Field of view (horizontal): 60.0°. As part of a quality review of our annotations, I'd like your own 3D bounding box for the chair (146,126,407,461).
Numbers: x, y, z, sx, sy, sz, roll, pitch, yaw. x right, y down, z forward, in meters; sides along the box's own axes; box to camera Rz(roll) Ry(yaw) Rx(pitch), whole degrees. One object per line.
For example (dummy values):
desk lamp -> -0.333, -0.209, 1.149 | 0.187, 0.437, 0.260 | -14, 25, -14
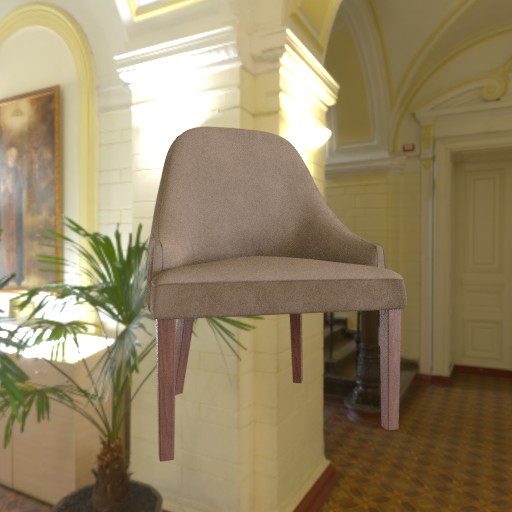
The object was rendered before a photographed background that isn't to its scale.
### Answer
chair -> 0.000, 0.000, 1.305 | 0.643, 0.889, 0.575 | 0, 1, -17
